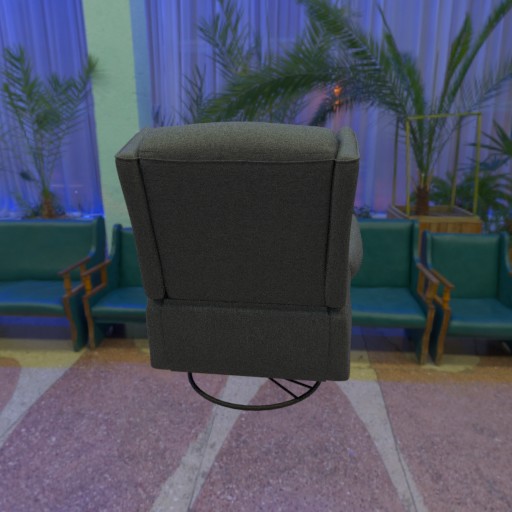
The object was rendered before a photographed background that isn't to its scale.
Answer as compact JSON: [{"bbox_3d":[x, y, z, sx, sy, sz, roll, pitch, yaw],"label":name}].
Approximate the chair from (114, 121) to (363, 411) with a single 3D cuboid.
[{"bbox_3d":[0.000,0.000,1.747,0.847,1.011,0.969,2,17,7],"label":"chair"}]
